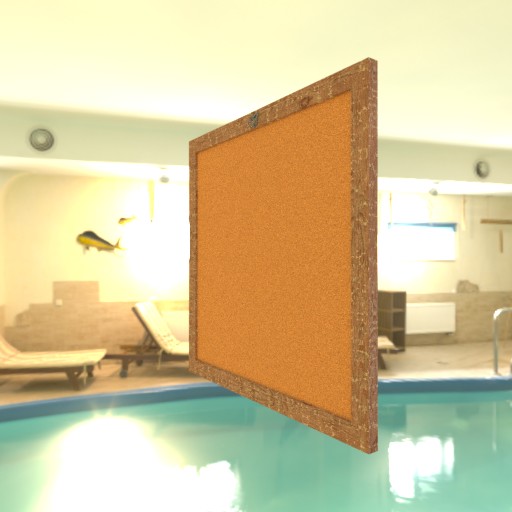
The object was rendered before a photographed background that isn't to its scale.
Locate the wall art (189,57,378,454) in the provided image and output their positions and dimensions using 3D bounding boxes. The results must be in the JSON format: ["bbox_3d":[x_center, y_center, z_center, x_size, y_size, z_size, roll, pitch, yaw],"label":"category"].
[{"bbox_3d":[0.000,0.000,0.580,0.022,0.380,0.380,0,0,-35],"label":"wall art"}]
